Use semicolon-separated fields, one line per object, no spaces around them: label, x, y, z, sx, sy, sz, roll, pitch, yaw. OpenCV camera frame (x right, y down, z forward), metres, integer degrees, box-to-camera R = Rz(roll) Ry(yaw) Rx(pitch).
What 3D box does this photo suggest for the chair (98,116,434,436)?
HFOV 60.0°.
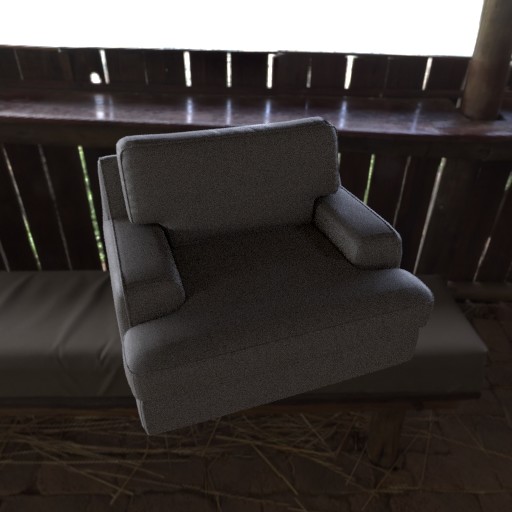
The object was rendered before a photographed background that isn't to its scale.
chair;0.000;0.000;2.004;1.270;0.974;1.043;-11;35;-16
